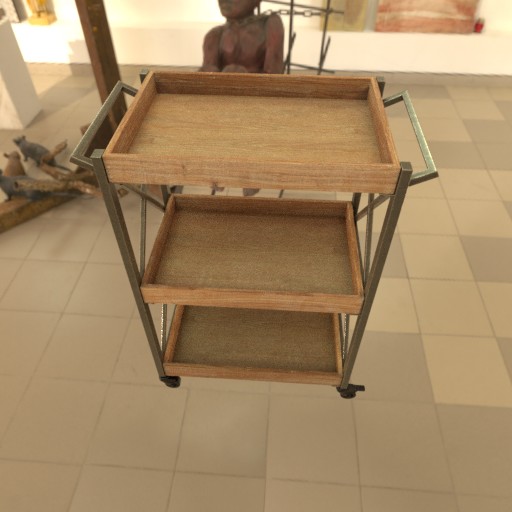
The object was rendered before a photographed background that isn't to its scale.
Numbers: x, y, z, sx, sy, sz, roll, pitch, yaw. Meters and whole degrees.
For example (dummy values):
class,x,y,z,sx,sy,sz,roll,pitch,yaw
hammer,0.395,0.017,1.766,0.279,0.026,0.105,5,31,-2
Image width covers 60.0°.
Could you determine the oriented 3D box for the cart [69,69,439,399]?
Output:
class,x,y,z,sx,sy,sz,roll,pitch,yaw
cart,0.000,0.000,1.192,0.673,0.835,0.377,3,46,3
